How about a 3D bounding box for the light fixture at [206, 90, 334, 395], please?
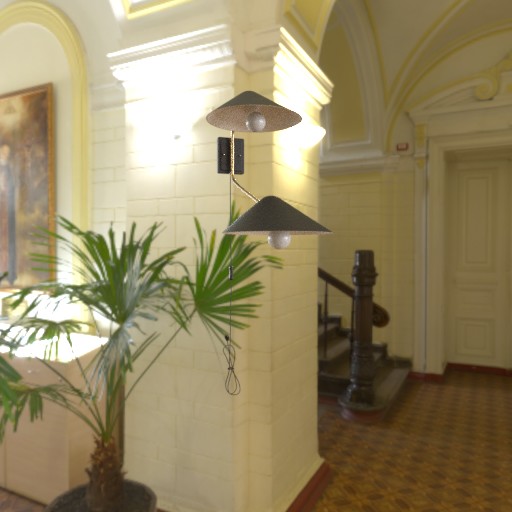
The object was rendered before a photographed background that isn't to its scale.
[{"bbox_3d":[0.000,0.000,0.861,0.189,0.665,0.422,0,1,-18],"label":"light fixture"}]
